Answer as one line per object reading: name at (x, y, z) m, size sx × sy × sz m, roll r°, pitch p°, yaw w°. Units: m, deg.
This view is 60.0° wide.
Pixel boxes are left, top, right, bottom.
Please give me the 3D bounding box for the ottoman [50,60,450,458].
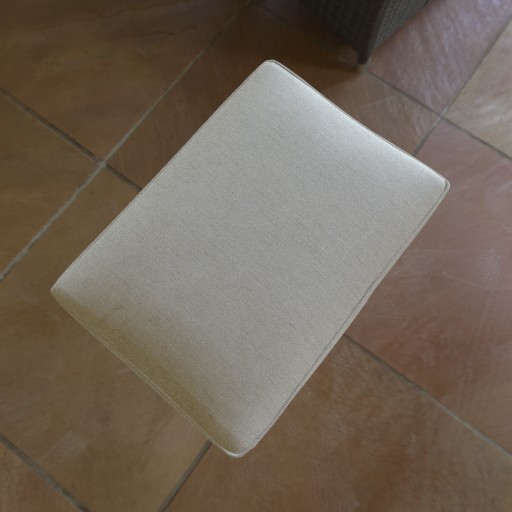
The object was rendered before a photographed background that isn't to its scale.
ottoman at (0.000, 0.000, 0.971) m, size 0.501 × 0.406 × 0.665 m, roll 38°, pitch 79°, yaw 9°
